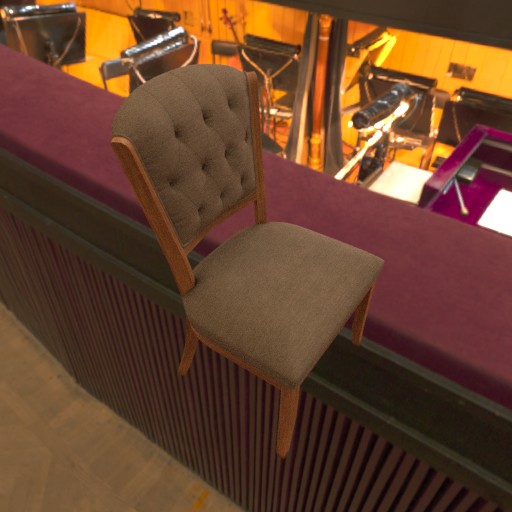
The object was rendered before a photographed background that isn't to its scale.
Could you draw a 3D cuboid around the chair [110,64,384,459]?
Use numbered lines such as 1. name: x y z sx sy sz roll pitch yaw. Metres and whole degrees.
1. chair: 0.000 0.000 1.248 0.584 0.905 0.513 26 48 26
